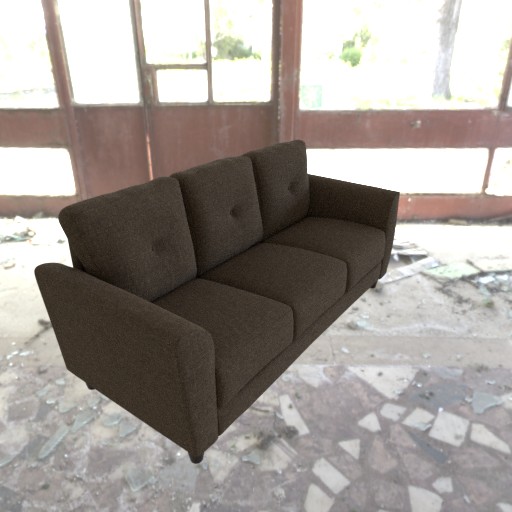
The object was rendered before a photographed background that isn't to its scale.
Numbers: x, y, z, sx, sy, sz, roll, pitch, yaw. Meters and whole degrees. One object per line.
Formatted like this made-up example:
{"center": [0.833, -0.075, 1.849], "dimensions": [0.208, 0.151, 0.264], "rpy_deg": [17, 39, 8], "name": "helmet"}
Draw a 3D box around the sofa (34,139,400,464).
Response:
{"center": [0.000, 0.000, 2.267], "dimensions": [0.837, 0.891, 1.847], "rpy_deg": [18, 31, 32], "name": "sofa"}
